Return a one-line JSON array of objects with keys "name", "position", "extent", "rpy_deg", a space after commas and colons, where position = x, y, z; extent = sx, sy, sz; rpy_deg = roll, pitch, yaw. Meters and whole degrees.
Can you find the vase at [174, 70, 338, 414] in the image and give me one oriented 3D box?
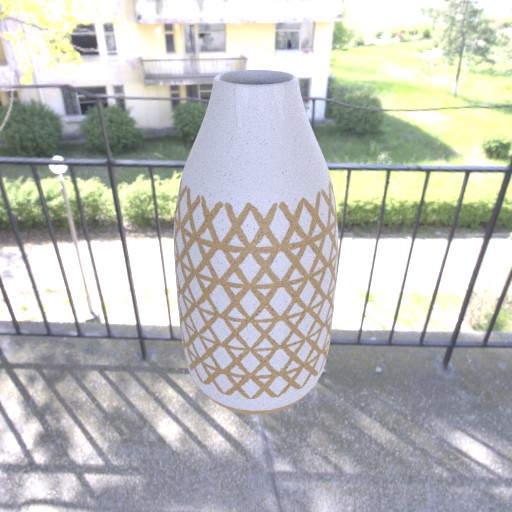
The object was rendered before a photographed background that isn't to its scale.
[{"name": "vase", "position": [0.000, 0.000, 0.499], "extent": [0.186, 0.380, 0.186], "rpy_deg": [0, 32, 0]}]
